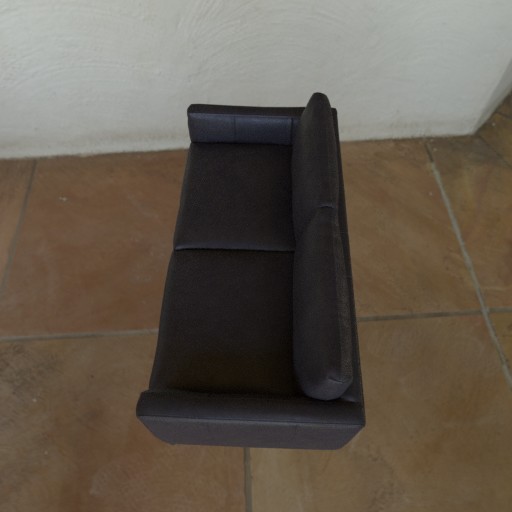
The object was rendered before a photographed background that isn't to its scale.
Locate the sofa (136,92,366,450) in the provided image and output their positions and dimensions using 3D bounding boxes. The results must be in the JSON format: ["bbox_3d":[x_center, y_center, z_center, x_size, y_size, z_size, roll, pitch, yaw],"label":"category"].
[{"bbox_3d":[0.000,0.000,2.297,0.947,0.883,1.805,0,58,0],"label":"sofa"}]
